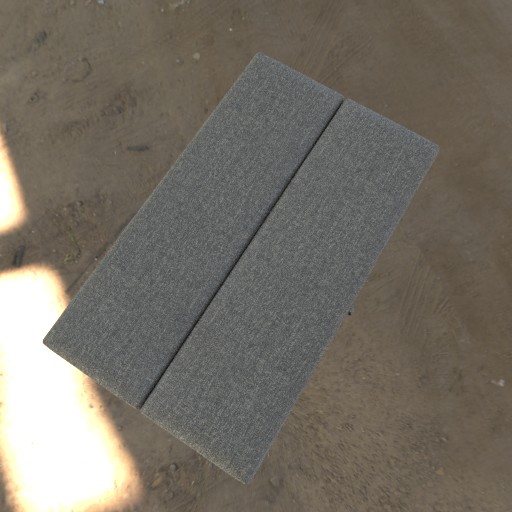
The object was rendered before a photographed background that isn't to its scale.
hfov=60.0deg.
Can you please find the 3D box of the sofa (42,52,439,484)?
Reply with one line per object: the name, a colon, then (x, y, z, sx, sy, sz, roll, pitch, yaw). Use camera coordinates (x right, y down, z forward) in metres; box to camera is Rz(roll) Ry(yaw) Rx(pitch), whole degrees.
sofa: (0.000, 0.000, 1.556, 0.782, 0.417, 1.198, 31, 76, 8)
